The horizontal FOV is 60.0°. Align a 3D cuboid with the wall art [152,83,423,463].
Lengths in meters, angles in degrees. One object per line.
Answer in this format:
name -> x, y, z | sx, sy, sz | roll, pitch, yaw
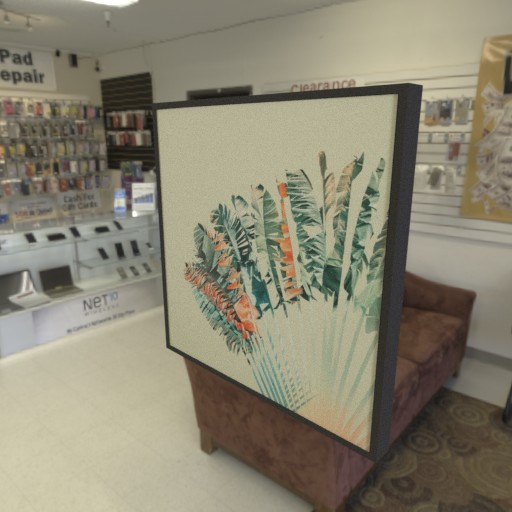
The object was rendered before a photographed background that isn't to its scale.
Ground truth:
wall art -> 0.000, 0.000, 0.746 | 0.509, 0.507, 0.037 | 14, 21, 42
